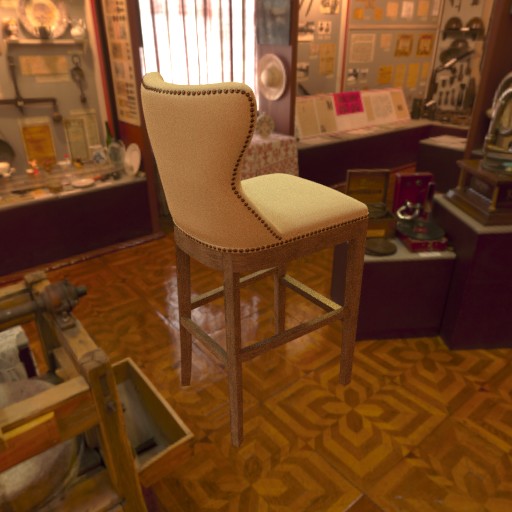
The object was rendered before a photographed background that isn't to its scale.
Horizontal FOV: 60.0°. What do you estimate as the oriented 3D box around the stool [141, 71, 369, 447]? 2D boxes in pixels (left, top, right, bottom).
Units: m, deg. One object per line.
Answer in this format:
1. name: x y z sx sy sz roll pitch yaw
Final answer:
1. stool: 0.000 0.000 1.462 0.606 1.123 0.494 -19 32 -33
